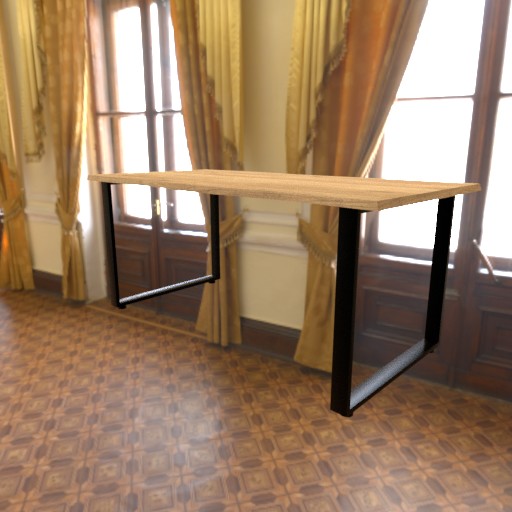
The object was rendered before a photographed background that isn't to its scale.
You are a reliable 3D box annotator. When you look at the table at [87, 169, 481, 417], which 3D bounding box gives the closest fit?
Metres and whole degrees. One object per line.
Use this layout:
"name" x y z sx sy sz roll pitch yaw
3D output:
"table" 0.000 0.000 2.264 1.800 0.780 0.900 13 19 42
